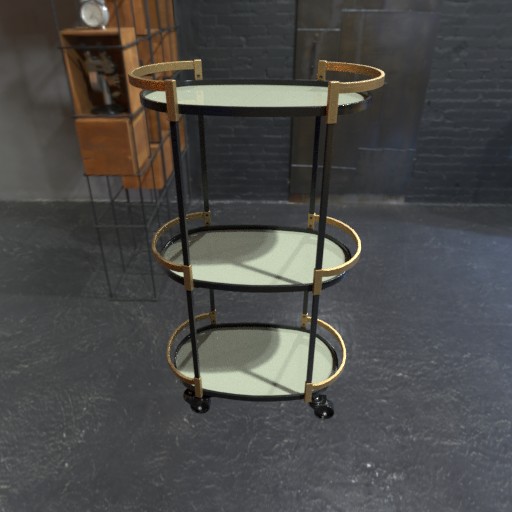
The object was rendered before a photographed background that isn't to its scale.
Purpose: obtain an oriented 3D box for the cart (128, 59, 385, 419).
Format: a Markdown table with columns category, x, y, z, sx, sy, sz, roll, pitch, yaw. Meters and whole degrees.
| category | x | y | z | sx | sy | sz | roll | pitch | yaw |
| --- | --- | --- | --- | --- | --- | --- | --- | --- | --- |
| cart | 0.000 | 0.000 | 1.129 | 0.515 | 0.885 | 0.311 | 2 | 31 | 3 |
